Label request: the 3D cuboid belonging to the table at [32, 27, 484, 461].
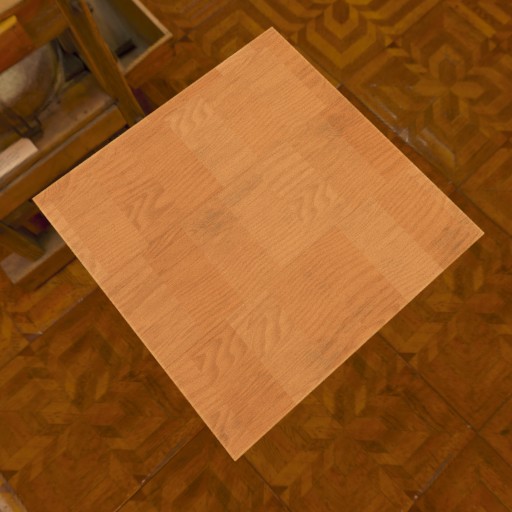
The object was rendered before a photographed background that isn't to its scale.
[{"bbox_3d":[0.000,0.000,1.386,0.747,0.738,0.747,-39,79,-9],"label":"table"}]
